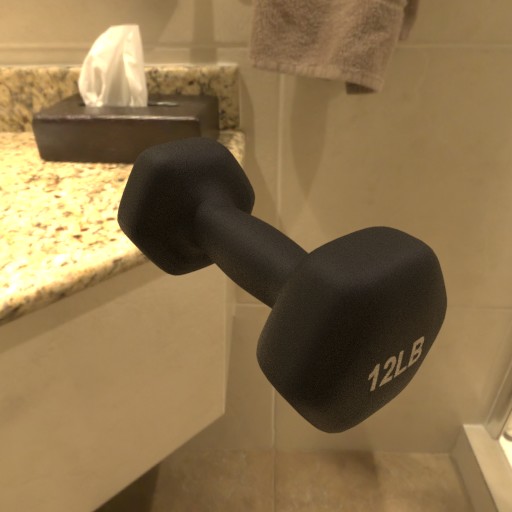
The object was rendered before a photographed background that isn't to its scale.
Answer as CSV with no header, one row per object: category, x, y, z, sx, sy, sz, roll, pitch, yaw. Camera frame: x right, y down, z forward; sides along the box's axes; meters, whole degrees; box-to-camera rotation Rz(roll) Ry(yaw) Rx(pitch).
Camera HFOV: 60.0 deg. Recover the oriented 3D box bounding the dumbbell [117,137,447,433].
dumbbell,0.000,0.000,0.288,0.112,0.101,0.231,-21,38,-29
